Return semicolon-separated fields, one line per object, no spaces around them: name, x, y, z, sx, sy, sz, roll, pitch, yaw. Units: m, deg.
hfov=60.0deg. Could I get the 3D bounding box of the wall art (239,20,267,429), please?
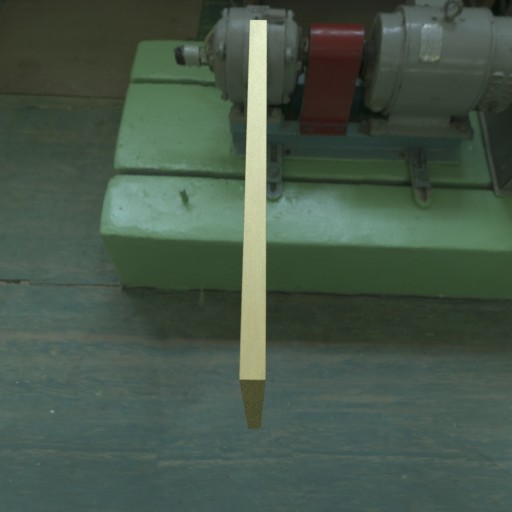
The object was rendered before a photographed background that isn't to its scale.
wall art;0.000;0.000;1.132;0.037;0.763;0.763;1;64;0
